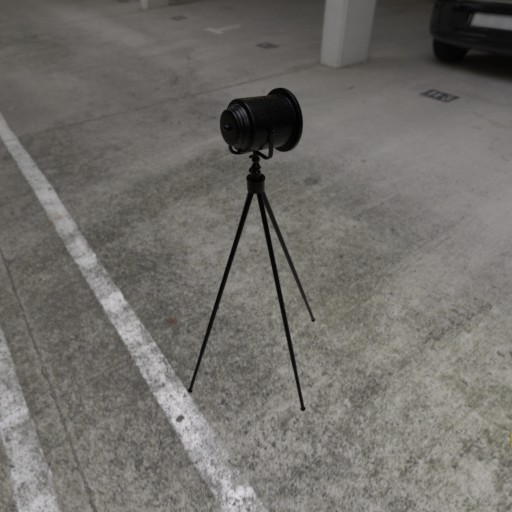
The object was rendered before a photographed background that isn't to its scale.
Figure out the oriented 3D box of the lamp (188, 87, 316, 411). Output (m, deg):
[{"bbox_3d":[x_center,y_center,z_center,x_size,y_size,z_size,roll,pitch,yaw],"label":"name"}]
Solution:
[{"bbox_3d":[0.000,0.000,2.062,0.884,1.504,0.879,-25,47,-25],"label":"lamp"}]
